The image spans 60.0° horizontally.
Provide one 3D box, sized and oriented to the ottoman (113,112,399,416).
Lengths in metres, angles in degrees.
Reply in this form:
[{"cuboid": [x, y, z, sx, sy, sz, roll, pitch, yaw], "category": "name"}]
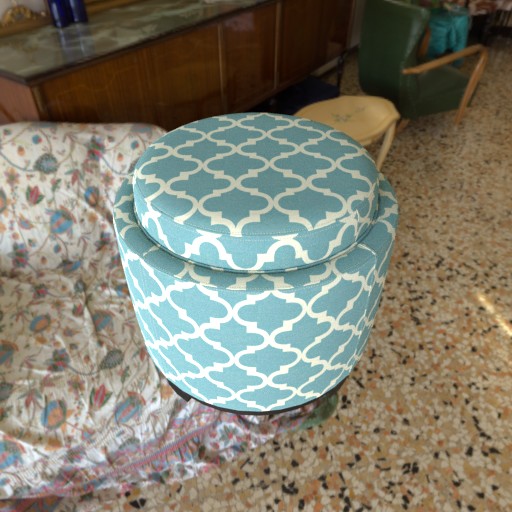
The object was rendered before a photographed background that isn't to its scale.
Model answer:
[{"cuboid": [0.000, 0.000, 0.843, 0.480, 0.429, 0.480, 0, 41, 0], "category": "ottoman"}]
